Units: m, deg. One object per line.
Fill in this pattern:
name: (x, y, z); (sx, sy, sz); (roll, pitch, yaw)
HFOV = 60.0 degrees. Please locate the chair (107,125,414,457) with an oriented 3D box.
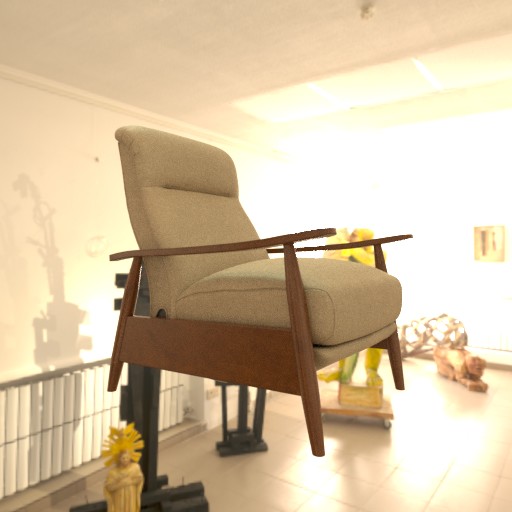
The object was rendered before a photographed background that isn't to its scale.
chair: (0.000, 0.000, 1.784); (1.030, 1.082, 0.762); (1, 1, 36)
